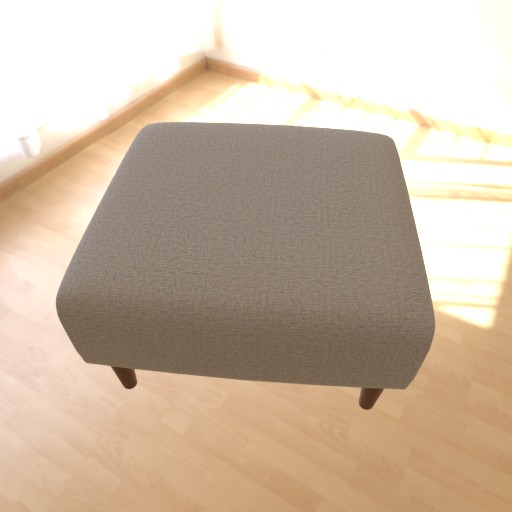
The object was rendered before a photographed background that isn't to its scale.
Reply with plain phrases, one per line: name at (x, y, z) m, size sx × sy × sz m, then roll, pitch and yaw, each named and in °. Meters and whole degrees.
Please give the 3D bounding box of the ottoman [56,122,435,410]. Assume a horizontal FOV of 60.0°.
ottoman at (0.000, 0.000, 1.063) m, size 0.655 × 0.399 × 0.648 m, roll 4°, pitch 46°, yaw 4°
